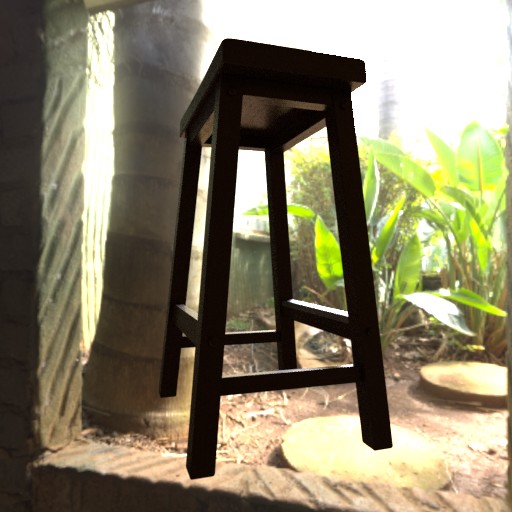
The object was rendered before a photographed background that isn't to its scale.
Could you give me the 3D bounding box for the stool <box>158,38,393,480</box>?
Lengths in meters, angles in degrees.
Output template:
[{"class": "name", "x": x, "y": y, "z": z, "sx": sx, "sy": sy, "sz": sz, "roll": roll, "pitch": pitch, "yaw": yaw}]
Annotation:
[{"class": "stool", "x": 0.000, "y": 0.000, "z": 0.843, "sx": 0.322, "sy": 0.610, "sz": 0.406, "roll": 0, "pitch": 0, "yaw": -18}]
